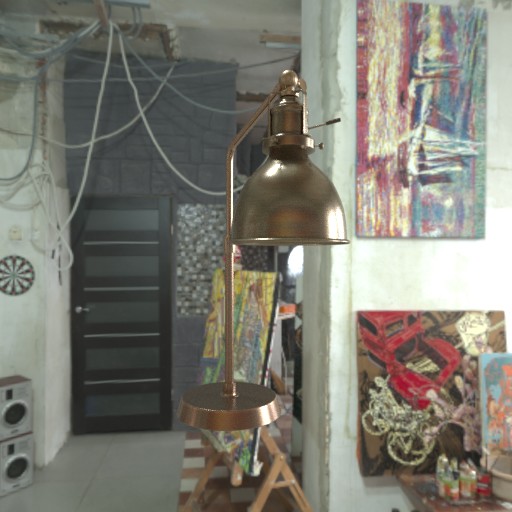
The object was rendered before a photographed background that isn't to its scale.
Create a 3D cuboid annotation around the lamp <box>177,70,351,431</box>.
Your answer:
[{"bbox_3d":[0.000,0.000,0.600,0.153,0.456,0.286,0,0,-36],"label":"lamp"}]
